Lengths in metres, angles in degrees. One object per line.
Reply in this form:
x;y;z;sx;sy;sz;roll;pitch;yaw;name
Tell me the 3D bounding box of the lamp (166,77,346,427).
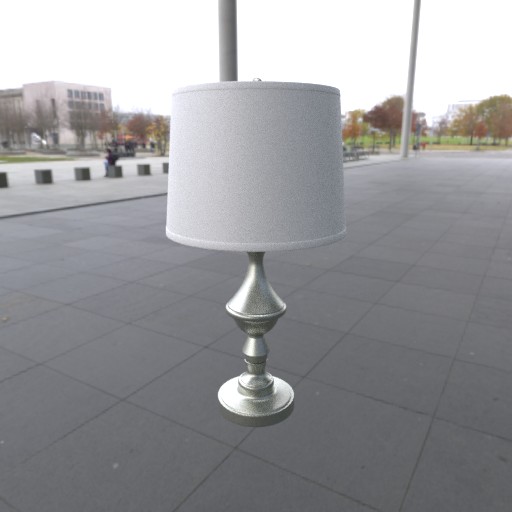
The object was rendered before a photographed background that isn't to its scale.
0.000;0.000;0.973;0.383;0.733;0.383;0;15;0;lamp
